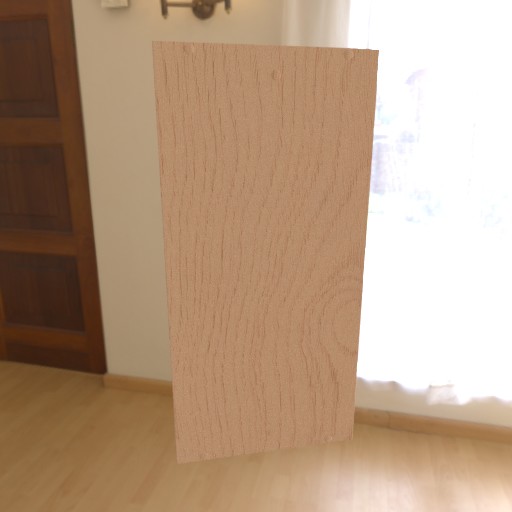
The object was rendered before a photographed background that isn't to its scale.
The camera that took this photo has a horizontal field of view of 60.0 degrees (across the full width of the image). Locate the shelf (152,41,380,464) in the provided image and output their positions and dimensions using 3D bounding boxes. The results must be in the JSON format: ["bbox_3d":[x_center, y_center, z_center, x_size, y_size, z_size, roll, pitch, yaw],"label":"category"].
[{"bbox_3d":[0.000,0.000,0.726,0.290,0.600,0.200,-3,16,-11],"label":"shelf"}]
